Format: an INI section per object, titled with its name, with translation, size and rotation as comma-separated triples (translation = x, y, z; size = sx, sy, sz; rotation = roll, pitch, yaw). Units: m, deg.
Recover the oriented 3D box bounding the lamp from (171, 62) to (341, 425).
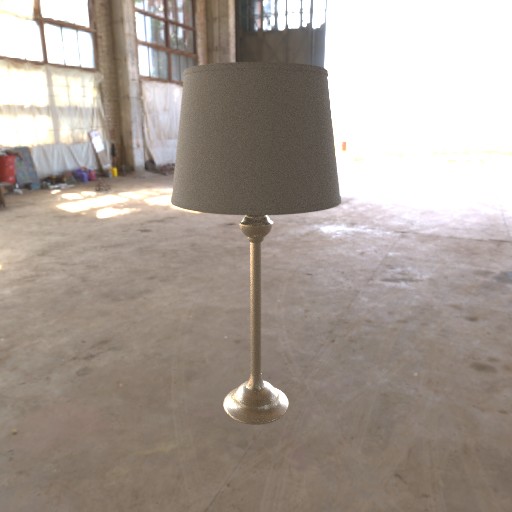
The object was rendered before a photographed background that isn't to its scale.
[lamp]
translation = 0.000, 0.000, 0.906
size = 0.331, 0.698, 0.331
rotation = 0, 16, 0
